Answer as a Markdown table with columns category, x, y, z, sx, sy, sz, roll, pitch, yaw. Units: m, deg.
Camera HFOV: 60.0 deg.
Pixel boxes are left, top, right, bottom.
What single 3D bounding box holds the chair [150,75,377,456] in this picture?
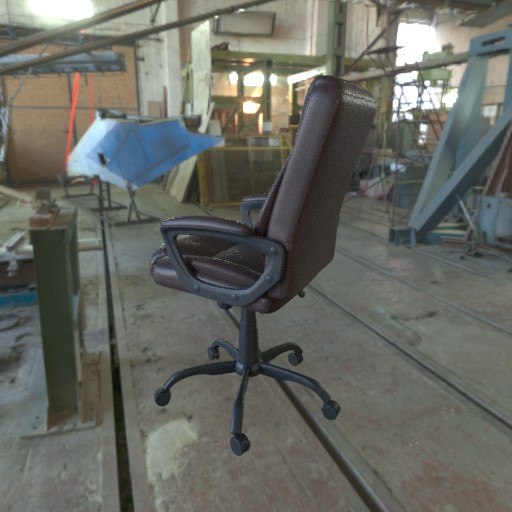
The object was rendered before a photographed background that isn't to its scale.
| category | x | y | z | sx | sy | sz | roll | pitch | yaw |
| --- | --- | --- | --- | --- | --- | --- | --- | --- | --- |
| chair | 0.000 | 0.000 | 1.479 | 0.655 | 1.072 | 0.615 | 7 | 17 | 24 |
